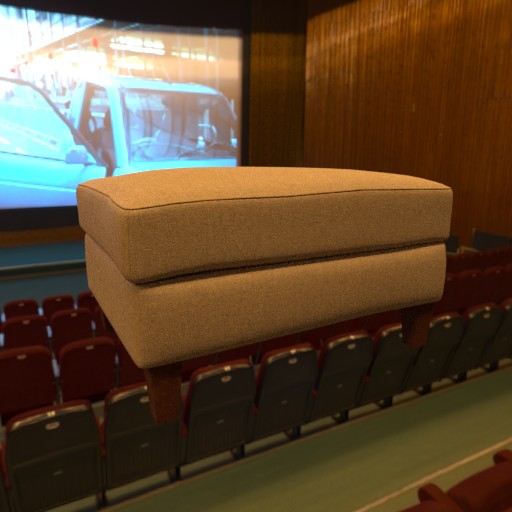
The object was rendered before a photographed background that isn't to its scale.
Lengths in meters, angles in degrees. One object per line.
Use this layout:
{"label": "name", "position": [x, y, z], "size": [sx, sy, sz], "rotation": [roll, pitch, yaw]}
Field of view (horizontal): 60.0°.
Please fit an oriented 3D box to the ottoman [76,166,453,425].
{"label": "ottoman", "position": [0.000, 0.000, 1.303], "size": [0.898, 0.519, 0.677], "rotation": [-7, 15, -28]}
